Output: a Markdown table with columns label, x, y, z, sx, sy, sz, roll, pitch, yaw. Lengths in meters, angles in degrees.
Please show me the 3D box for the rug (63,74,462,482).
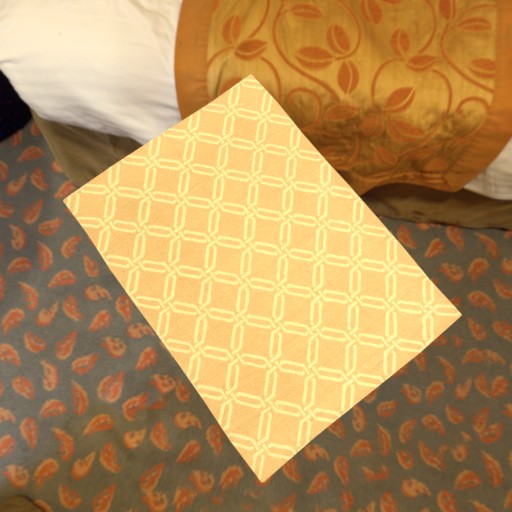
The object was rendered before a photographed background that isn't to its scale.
| label | x | y | z | sx | sy | sz | roll | pitch | yaw |
| --- | --- | --- | --- | --- | --- | --- | --- | --- | --- |
| rug | 0.000 | 0.000 | 4.391 | 2.452 | 0.020 | 3.365 | -37 | 79 | -8 |
